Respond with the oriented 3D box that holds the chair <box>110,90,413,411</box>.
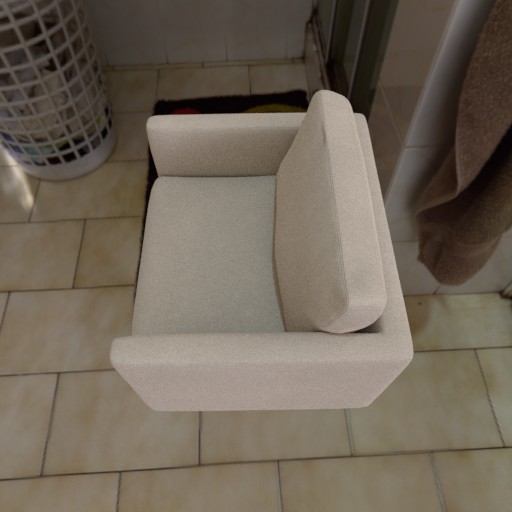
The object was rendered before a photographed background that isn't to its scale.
[{"bbox_3d":[0.000,0.000,1.828,0.959,0.961,1.107,-1,59,0],"label":"chair"}]
